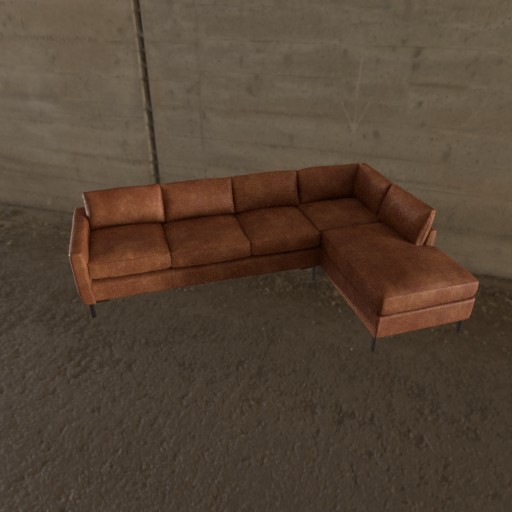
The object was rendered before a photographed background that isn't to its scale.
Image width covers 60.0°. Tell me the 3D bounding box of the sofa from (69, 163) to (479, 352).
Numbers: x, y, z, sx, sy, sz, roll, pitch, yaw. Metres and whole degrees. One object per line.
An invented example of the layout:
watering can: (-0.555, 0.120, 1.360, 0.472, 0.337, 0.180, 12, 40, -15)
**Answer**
sofa: (0.000, 0.000, 3.798, 2.984, 0.877, 1.938, -9, 32, -14)
